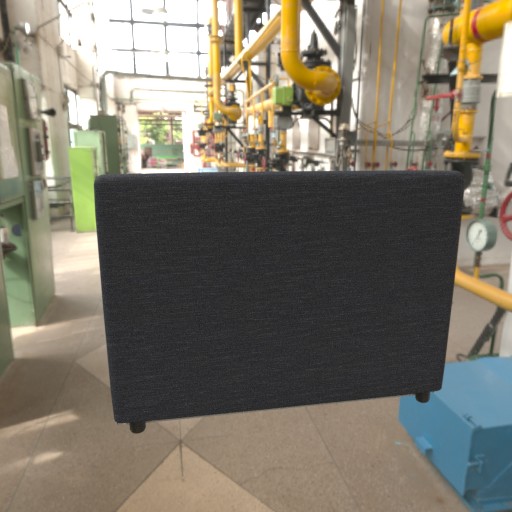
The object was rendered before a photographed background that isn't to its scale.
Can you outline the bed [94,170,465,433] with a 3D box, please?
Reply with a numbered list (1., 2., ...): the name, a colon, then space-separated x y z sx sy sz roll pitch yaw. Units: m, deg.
1. bed: 0.000 0.000 3.248 1.884 1.330 2.142 -2 14 -10
